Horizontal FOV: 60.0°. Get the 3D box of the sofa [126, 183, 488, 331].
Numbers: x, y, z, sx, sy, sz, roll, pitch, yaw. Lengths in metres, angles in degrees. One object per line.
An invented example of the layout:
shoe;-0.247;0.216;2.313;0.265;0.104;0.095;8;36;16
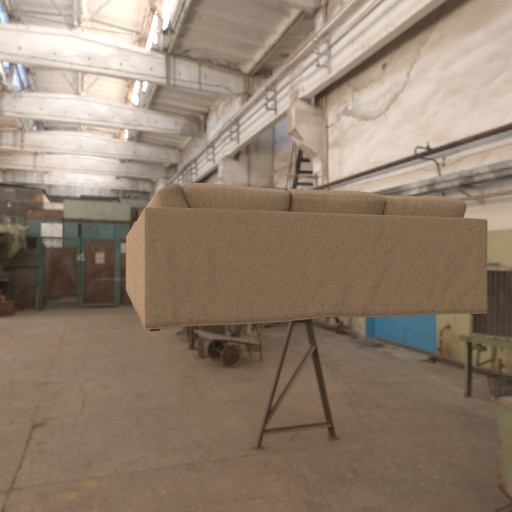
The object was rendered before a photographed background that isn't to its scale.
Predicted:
sofa;0.000;0.000;4.466;2.427;0.882;3.460;0;0;-18
